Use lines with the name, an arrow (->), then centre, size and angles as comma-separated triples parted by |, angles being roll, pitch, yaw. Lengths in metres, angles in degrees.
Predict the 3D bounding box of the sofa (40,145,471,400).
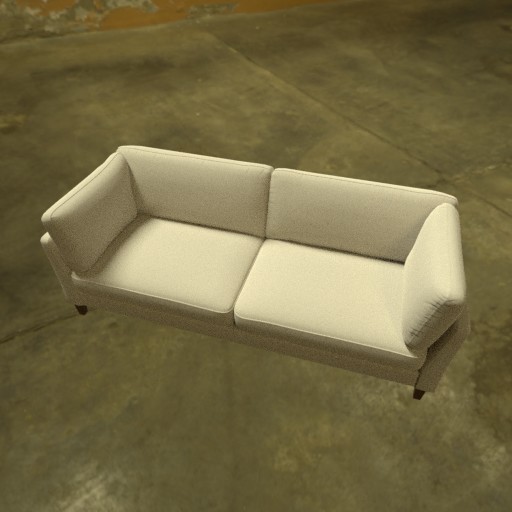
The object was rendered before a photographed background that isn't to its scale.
sofa -> 0.000, 0.000, 2.700 | 2.301, 0.863, 0.957 | 11, 41, 13
